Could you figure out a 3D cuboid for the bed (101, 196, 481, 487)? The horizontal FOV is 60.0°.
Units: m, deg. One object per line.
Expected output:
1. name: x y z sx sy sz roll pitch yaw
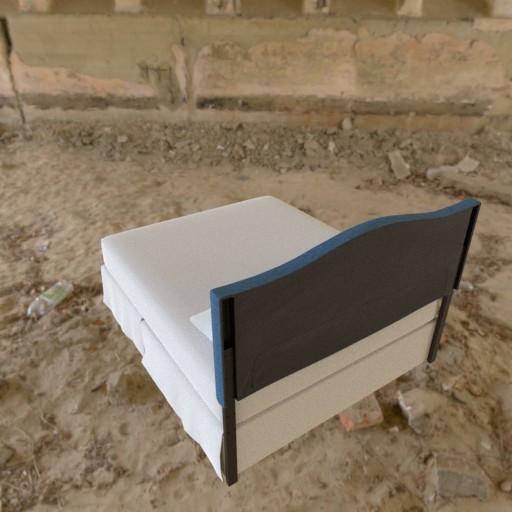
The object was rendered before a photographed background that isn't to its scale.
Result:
1. bed: 0.000 0.000 2.848 1.610 1.169 1.872 -18 34 -29
